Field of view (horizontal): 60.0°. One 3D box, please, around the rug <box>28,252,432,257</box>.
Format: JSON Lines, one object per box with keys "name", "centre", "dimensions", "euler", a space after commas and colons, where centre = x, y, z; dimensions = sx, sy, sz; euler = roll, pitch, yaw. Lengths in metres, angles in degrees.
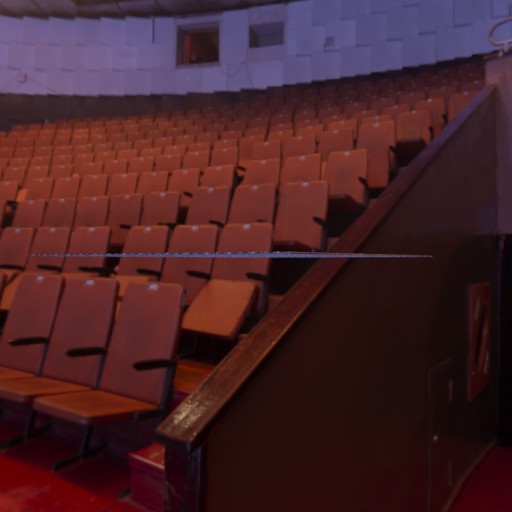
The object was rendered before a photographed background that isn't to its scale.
{"name": "rug", "centre": [0.000, 0.000, 4.159], "dimensions": [2.437, 0.010, 3.056], "euler": [0, -1, 35]}
